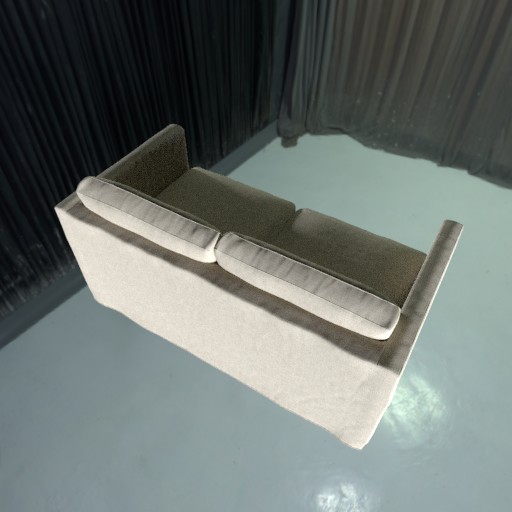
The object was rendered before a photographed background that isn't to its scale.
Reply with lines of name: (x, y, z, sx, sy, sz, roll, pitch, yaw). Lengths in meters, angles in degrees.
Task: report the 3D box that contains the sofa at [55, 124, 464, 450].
sofa: (0.000, 0.000, 2.312, 1.766, 0.828, 0.956, 24, 51, 21)
